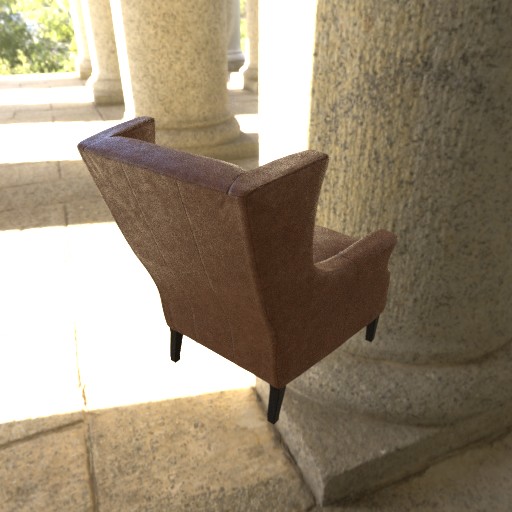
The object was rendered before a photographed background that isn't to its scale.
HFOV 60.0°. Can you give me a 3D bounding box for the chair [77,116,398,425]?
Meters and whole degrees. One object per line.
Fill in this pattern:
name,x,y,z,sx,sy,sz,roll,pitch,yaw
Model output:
chair,0.000,0.000,1.702,0.853,1.016,0.926,21,36,32
